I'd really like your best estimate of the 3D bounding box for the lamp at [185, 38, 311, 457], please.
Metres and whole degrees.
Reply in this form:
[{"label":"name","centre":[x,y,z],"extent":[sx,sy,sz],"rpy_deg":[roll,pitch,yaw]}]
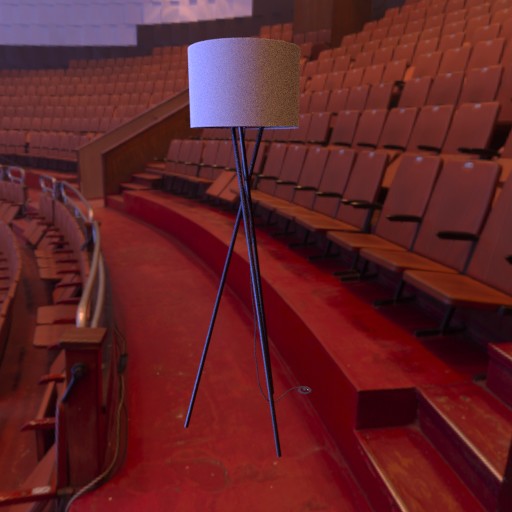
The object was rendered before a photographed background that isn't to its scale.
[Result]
[{"label":"lamp","centre":[0.000,0.000,1.889],"extent":[0.667,1.624,0.522],"rpy_deg":[-2,15,-9]}]
